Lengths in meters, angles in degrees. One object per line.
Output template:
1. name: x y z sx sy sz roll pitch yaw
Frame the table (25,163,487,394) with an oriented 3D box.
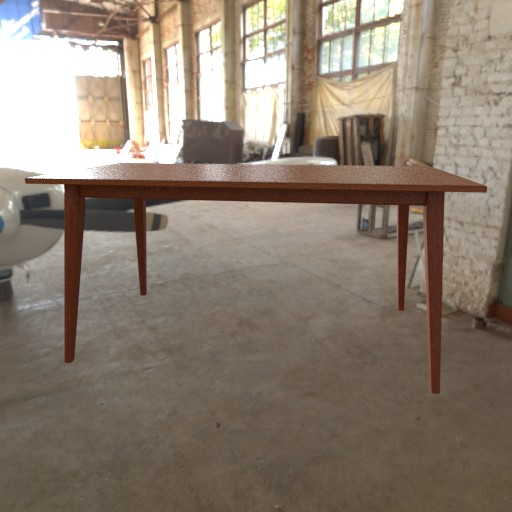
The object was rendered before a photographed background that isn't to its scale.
1. table: 0.000 0.000 2.007 1.609 0.755 0.811 2 16 8
